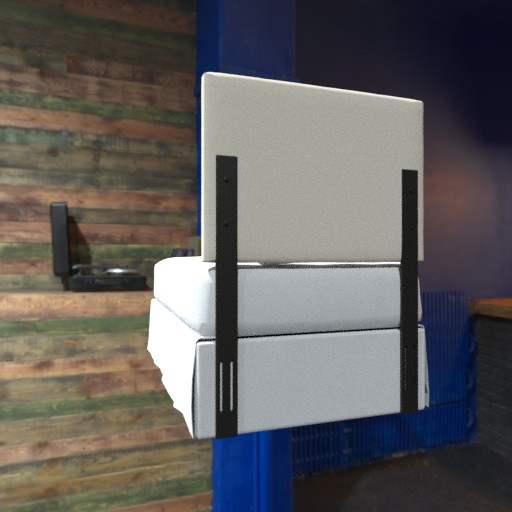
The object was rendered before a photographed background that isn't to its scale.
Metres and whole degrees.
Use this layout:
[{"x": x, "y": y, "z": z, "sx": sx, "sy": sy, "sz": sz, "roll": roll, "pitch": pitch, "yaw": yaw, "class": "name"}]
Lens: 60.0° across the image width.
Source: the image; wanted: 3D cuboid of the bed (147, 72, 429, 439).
[{"x": 0.000, "y": 0.000, "z": 2.982, "sx": 1.261, "sy": 1.571, "sz": 1.997, "roll": 0, "pitch": 0, "yaw": -19, "class": "bed"}]
